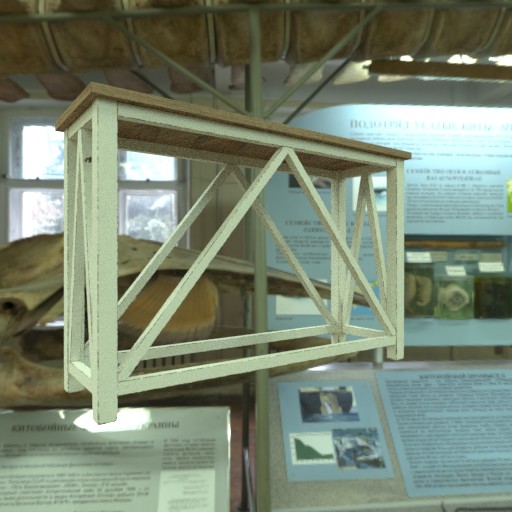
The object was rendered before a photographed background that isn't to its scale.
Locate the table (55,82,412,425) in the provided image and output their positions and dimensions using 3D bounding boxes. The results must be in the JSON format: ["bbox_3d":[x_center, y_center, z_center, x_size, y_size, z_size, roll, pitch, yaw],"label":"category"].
[{"bbox_3d":[0.000,0.000,1.770,1.400,0.930,0.450,0,0,-36],"label":"table"}]
